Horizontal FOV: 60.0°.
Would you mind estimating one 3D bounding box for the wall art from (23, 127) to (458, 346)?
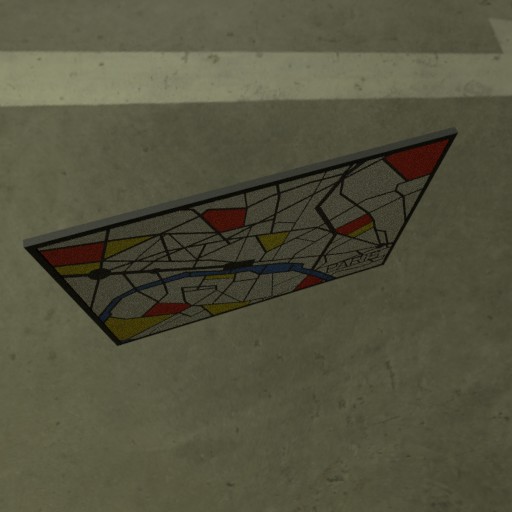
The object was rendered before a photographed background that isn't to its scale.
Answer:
[{"bbox_3d":[0.000,0.000,0.852,0.664,0.458,0.013,-16,63,-8],"label":"wall art"}]
